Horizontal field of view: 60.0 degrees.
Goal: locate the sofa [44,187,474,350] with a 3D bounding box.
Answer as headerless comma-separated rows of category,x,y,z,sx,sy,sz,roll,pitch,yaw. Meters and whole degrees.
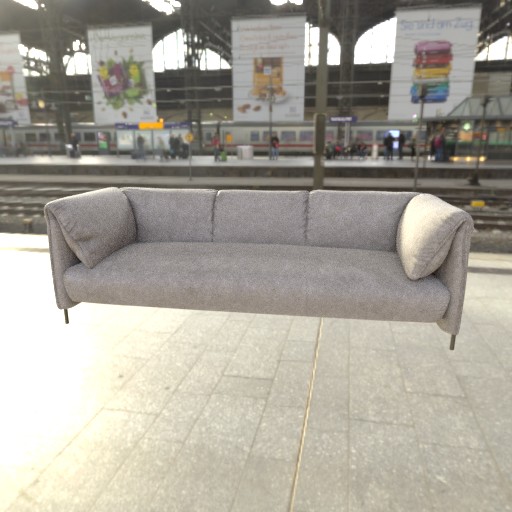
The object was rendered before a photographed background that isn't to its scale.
sofa,0.000,0.000,2.715,2.238,0.758,0.899,2,15,9
